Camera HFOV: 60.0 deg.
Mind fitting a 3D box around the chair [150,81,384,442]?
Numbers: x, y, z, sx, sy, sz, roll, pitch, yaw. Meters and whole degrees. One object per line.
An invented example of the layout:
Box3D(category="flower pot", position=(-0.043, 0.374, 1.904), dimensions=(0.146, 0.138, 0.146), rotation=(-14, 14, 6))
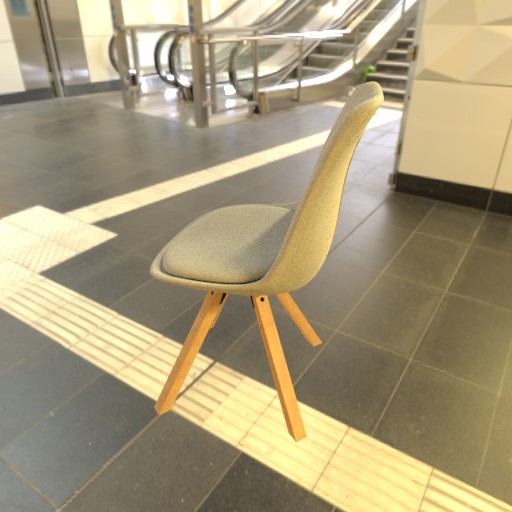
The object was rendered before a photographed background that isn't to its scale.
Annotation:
Box3D(category="chair", position=(0.000, 0.000, 1.187), dimensions=(0.549, 0.863, 0.474), rotation=(7, 30, 12))
